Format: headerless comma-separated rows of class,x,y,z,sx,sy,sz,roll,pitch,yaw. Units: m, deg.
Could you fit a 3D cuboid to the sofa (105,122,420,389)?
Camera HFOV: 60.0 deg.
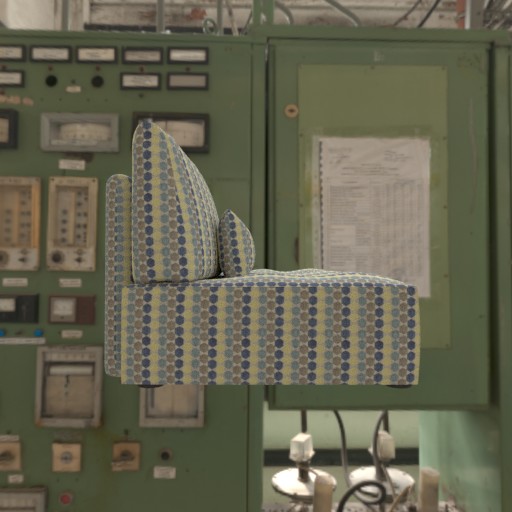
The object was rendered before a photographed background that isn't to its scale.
sofa,0.000,0.000,2.027,1.000,0.820,1.450,0,-1,0
